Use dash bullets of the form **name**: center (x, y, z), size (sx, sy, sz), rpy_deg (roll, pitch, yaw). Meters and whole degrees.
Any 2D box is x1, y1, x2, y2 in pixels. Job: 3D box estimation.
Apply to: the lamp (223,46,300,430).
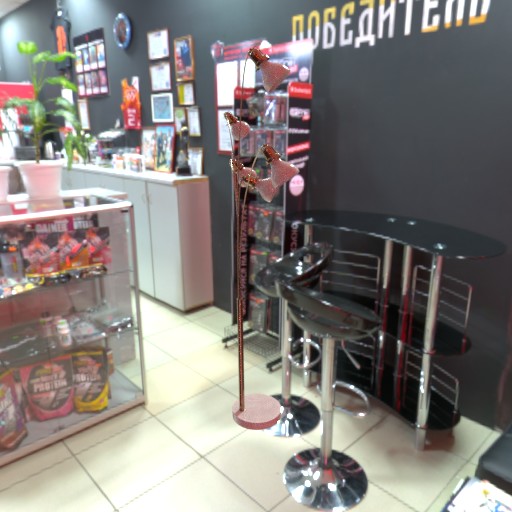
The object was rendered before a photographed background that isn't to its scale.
- **lamp**: center (0.000, 0.000, 2.974), size (0.361, 2.423, 1.405), rpy_deg (-3, 16, -10)
